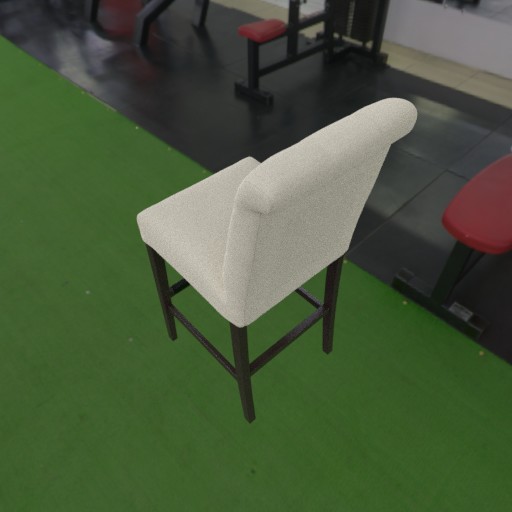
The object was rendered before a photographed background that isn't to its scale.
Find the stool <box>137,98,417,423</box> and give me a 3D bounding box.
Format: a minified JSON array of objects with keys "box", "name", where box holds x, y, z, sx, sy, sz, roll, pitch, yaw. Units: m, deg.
[{"box":[0.000,0.000,1.420,0.482,1.118,0.610,-33,55,-28],"name":"stool"}]
